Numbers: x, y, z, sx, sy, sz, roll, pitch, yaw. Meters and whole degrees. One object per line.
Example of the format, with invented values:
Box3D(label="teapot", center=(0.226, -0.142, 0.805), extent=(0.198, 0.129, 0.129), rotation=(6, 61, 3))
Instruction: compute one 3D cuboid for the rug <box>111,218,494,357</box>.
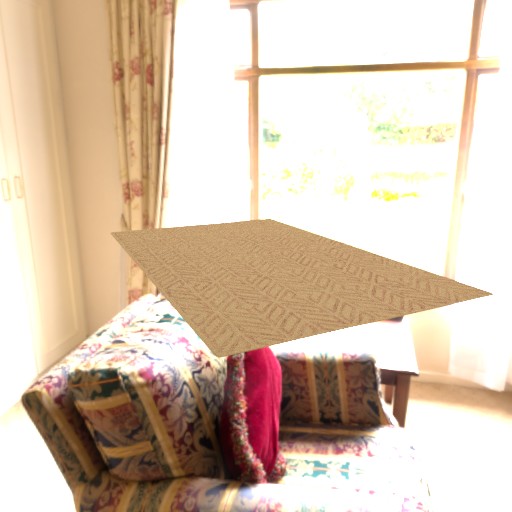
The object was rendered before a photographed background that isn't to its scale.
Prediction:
Box3D(label="rug", center=(0.000, 0.000, 2.985), extent=(1.523, 0.008, 2.438), rotation=(-7, 17, -25))
